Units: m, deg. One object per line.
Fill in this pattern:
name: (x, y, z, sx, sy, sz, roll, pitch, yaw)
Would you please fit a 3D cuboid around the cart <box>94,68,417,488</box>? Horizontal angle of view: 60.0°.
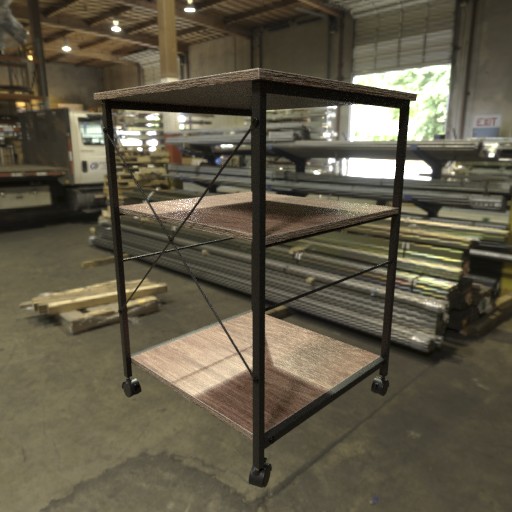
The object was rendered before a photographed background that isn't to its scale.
cart: (0.000, 0.000, 1.103, 0.521, 0.762, 0.520, 14, 20, 43)
